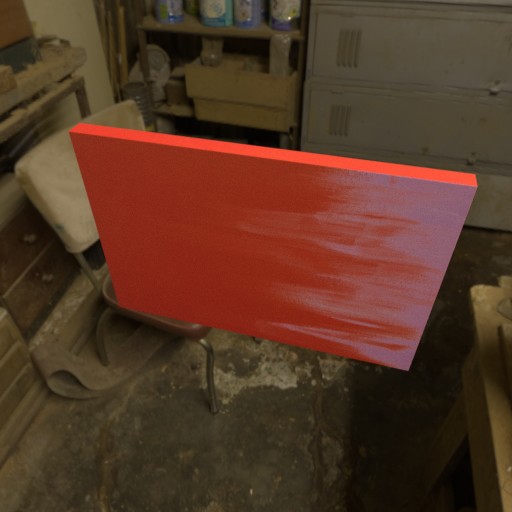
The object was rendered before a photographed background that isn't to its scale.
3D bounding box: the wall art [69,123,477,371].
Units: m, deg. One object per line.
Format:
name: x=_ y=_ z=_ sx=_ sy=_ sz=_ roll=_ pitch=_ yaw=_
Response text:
wall art: x=0.000 y=0.000 z=0.781 sx=0.607 sy=0.405 sz=0.033 roll=10 pitch=42 yaw=12
